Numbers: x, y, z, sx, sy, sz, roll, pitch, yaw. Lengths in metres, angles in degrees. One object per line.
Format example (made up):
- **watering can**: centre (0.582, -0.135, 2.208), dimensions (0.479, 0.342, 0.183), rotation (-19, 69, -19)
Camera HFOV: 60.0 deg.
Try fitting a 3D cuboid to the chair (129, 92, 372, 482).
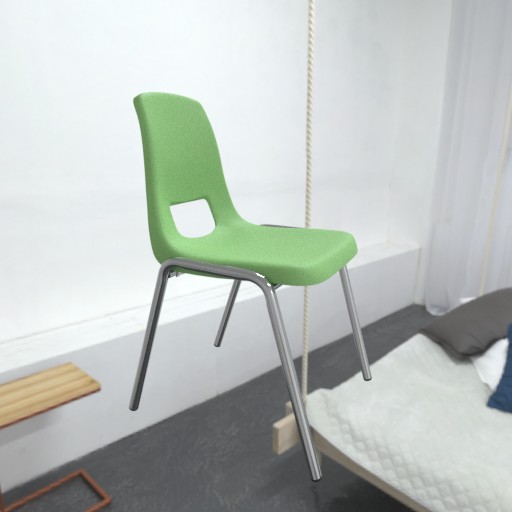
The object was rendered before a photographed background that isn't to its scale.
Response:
- **chair**: centre (0.000, 0.000, 0.918), dimensions (0.436, 0.653, 0.381), rotation (8, 17, 26)
